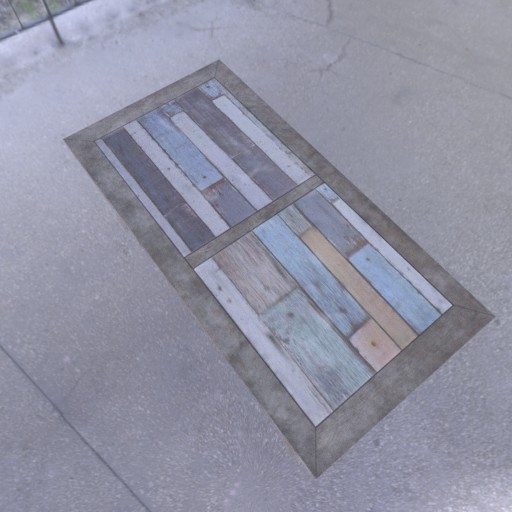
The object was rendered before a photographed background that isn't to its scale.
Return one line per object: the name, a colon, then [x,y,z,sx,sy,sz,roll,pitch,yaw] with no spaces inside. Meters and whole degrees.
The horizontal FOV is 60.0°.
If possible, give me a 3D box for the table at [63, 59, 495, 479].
table: [0.000,0.000,1.479,0.610,0.470,1.219,-34,68,-16]
